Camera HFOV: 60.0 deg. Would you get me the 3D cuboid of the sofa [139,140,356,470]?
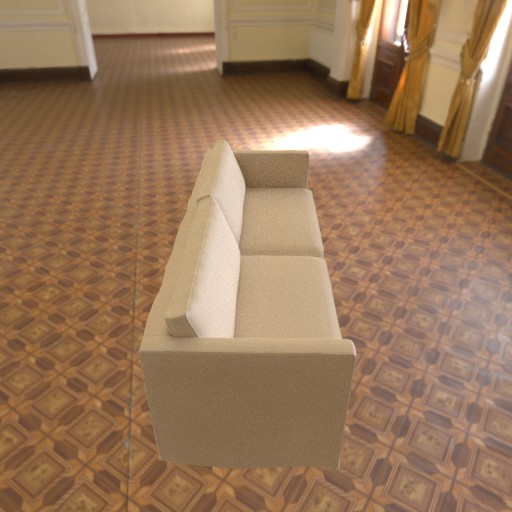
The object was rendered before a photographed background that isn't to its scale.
[{"bbox_3d":[0.000,0.000,3.326,1.036,0.999,2.779,1,32,1],"label":"sofa"}]
